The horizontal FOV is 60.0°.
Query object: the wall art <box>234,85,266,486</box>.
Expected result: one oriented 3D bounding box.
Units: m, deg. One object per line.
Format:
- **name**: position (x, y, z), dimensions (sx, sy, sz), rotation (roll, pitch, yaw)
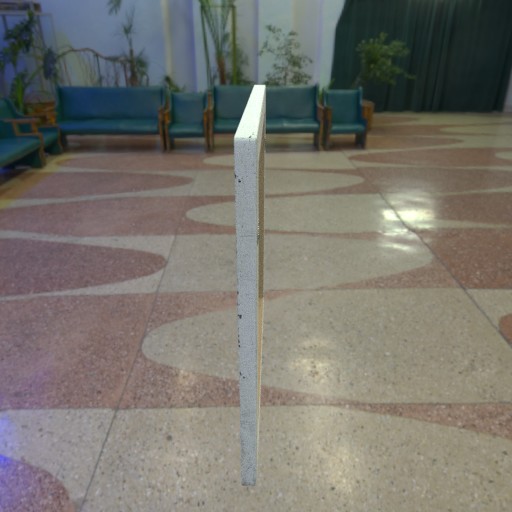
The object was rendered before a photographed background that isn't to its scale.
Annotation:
- **wall art**: position (0.000, 0.000, 1.149), dimensions (0.038, 0.762, 0.762), rotation (1, 26, 2)
